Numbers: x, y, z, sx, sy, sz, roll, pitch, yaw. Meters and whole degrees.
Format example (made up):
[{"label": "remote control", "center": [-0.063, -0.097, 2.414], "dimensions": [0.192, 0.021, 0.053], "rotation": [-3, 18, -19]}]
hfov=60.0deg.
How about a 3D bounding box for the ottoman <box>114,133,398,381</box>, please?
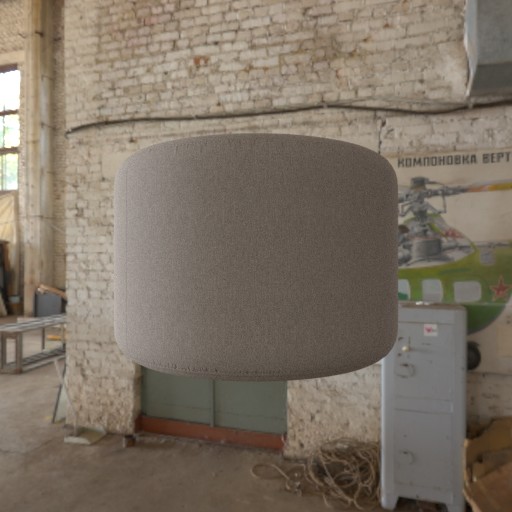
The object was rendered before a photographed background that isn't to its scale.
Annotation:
[{"label": "ottoman", "center": [0.000, 0.000, 0.995], "dimensions": [0.608, 0.433, 0.608], "rotation": [0, 0, 0]}]
